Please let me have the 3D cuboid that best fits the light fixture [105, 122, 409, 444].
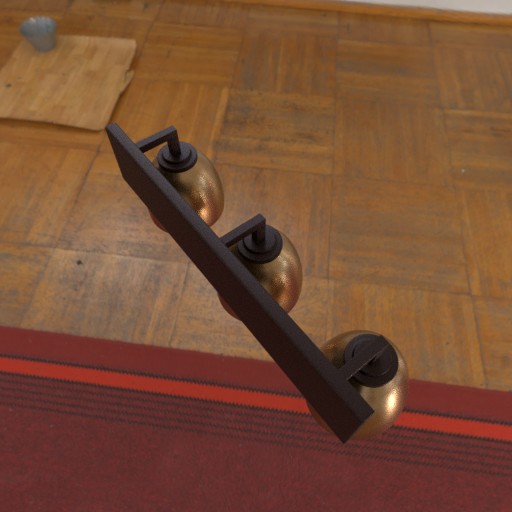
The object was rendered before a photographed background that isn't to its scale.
[{"bbox_3d":[0.000,0.000,0.662,0.157,0.204,0.582,-33,63,-20],"label":"light fixture"}]
